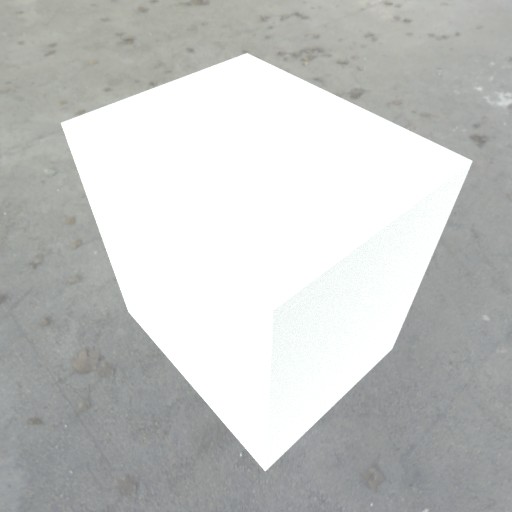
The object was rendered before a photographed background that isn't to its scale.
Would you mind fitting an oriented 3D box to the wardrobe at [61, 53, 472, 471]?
[{"bbox_3d":[0.000,0.000,0.871,0.400,0.520,0.500,-33,55,-27],"label":"wardrobe"}]
